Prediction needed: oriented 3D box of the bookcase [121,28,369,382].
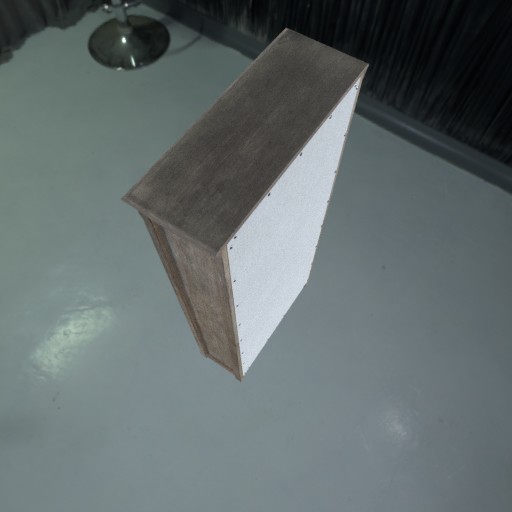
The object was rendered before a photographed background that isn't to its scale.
[{"bbox_3d":[0.000,0.000,2.251,0.348,1.880,0.906,31,67,15],"label":"bookcase"}]
